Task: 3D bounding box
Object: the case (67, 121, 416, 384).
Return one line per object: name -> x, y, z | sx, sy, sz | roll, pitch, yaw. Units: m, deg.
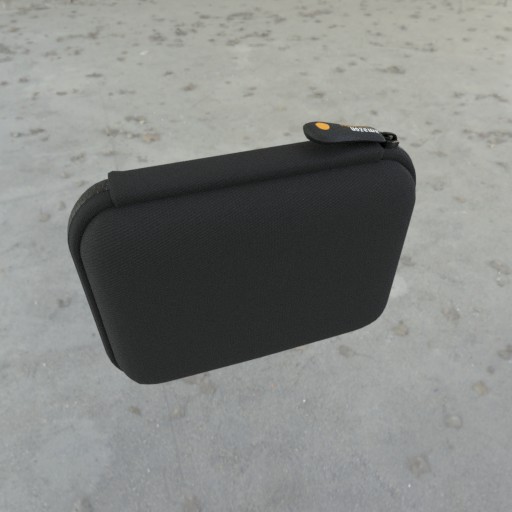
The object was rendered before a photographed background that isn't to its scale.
case -> 0.000, 0.000, 0.178 | 0.132, 0.105, 0.038 | -12, 42, -14
